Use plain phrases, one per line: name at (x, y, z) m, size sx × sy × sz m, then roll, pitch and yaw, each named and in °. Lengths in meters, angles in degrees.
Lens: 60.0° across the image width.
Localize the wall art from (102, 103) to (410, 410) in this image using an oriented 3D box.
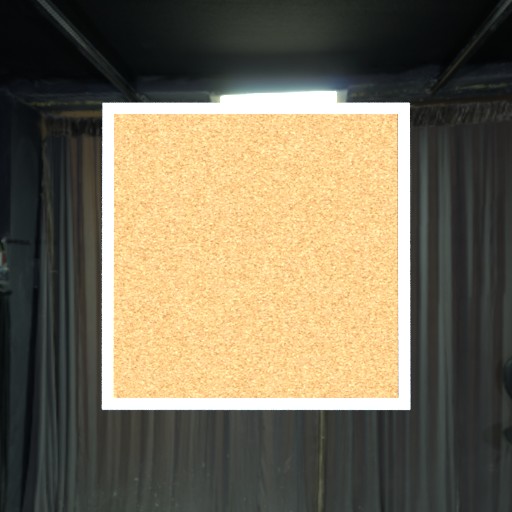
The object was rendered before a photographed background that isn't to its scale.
wall art at (0.000, 0.000, 0.749) m, size 0.506 × 0.505 × 0.038 m, roll 0°, pitch 0°, yaw 0°
